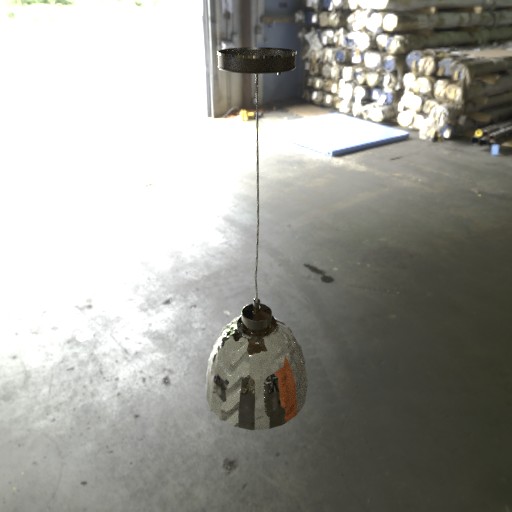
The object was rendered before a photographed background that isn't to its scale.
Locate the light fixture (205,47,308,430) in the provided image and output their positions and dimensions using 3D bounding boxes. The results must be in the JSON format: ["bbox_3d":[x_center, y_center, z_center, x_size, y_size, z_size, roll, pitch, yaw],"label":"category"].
[{"bbox_3d":[0.000,0.000,1.793,0.496,1.511,0.500,21,37,32],"label":"light fixture"}]
